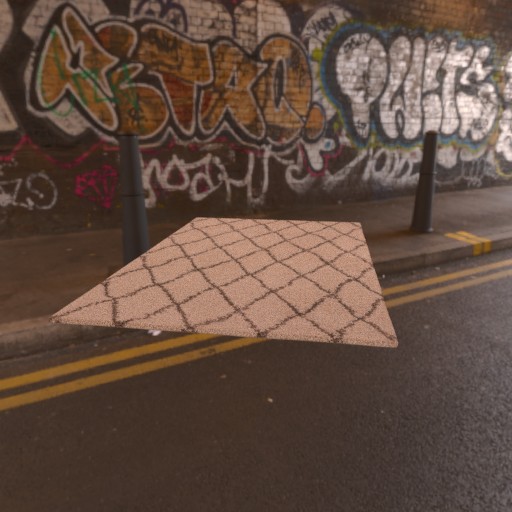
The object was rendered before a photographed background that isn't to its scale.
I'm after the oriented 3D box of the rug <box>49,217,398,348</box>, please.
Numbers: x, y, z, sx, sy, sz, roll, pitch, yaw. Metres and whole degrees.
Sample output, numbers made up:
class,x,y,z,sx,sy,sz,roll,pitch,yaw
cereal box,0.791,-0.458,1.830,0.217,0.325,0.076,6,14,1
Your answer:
class,x,y,z,sx,sy,sz,roll,pitch,yaw
rug,0.000,0.000,3.485,1.778,0.030,2.743,3,16,9
